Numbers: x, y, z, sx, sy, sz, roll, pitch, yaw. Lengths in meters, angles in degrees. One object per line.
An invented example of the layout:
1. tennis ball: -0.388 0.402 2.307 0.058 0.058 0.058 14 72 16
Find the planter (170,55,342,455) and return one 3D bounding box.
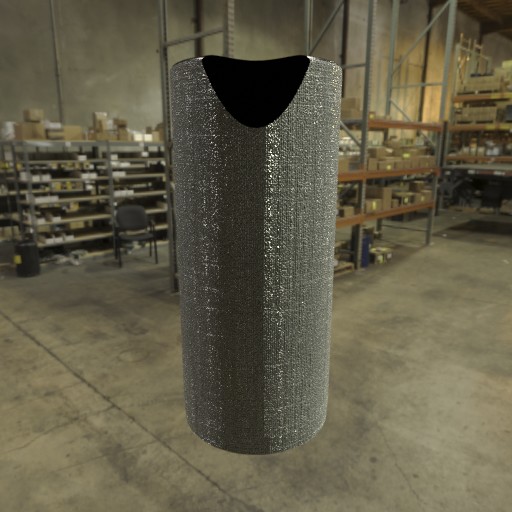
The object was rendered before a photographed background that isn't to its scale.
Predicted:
1. planter: 0.000 0.000 0.131 0.045 0.103 0.045 13 19 42
